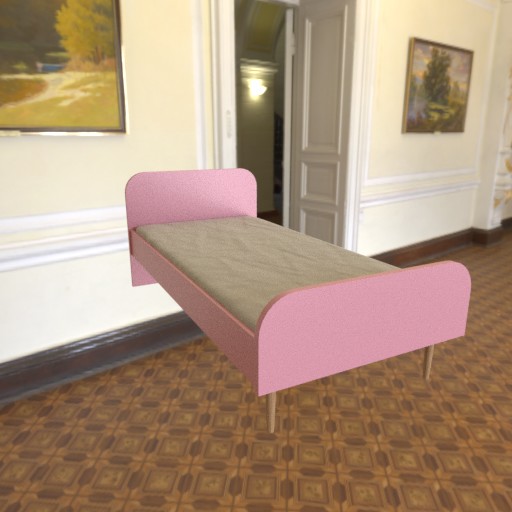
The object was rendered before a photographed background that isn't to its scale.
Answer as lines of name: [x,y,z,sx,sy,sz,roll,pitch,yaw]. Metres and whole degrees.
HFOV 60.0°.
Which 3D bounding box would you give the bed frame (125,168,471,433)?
bed frame: [0.000,0.000,2.472,0.998,0.805,1.963,-8,17,-26]
